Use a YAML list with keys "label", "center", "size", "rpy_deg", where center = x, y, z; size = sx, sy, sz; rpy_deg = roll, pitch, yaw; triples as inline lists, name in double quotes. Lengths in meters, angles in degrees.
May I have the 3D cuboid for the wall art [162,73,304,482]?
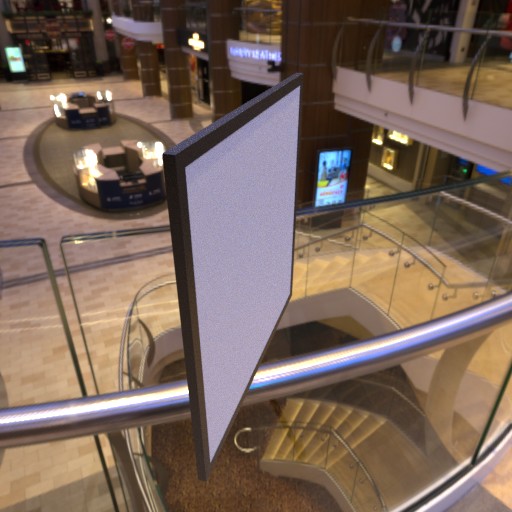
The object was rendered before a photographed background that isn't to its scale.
- label: "wall art"
  center: [0.000, 0.000, 1.192]
  size: [0.022, 0.807, 0.807]
  rpy_deg: [10, 32, 16]
